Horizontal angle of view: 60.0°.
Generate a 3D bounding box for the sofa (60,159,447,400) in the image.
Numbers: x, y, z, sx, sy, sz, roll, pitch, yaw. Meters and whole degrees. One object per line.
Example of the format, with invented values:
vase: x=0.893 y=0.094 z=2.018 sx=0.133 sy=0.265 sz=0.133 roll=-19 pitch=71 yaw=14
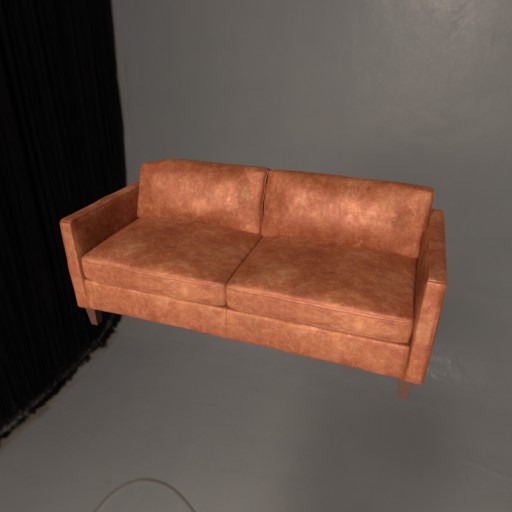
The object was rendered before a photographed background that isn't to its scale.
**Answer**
sofa: x=0.000 y=0.000 z=2.546 sx=1.971 sy=0.863 sz=0.923 roll=9 pitch=29 yaw=18
